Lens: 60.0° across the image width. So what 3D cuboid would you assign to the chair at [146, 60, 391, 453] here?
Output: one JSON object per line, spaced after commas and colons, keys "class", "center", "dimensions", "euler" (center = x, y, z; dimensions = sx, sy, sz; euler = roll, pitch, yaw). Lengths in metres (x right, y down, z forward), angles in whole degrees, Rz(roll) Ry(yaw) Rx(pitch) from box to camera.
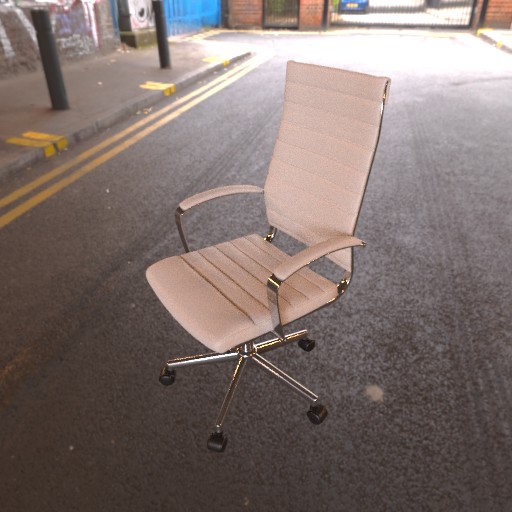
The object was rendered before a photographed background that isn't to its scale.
{"class": "chair", "center": [0.000, 0.000, 1.517], "dimensions": [0.679, 1.149, 0.679], "euler": [-21, 37, -30]}
